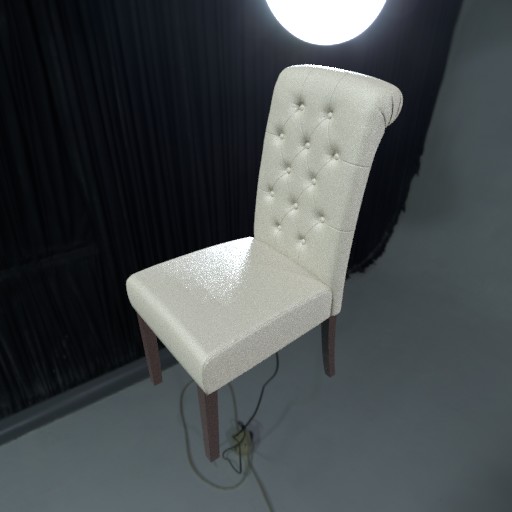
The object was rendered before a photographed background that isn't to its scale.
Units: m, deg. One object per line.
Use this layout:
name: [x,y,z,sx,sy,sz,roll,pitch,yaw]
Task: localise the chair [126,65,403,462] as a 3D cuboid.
chair: [0.000,0.000,1.348,0.671,1.006,0.456,-22,38,-31]
